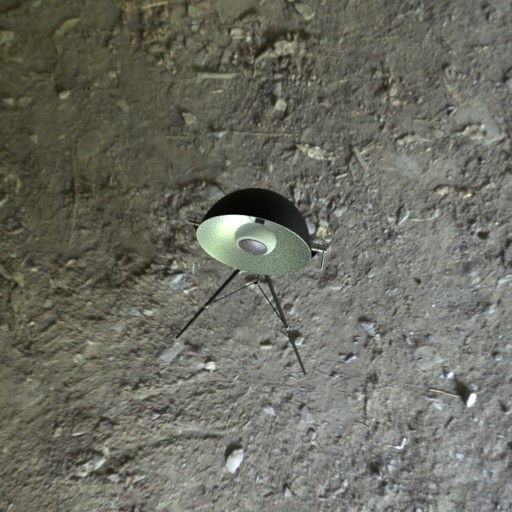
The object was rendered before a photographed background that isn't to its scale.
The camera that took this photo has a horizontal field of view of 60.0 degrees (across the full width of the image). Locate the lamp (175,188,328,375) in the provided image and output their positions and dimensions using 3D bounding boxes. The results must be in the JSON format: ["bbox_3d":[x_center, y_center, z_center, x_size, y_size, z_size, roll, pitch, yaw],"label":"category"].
[{"bbox_3d":[0.000,0.000,2.049,0.817,1.512,0.920,12,76,3],"label":"lamp"}]
